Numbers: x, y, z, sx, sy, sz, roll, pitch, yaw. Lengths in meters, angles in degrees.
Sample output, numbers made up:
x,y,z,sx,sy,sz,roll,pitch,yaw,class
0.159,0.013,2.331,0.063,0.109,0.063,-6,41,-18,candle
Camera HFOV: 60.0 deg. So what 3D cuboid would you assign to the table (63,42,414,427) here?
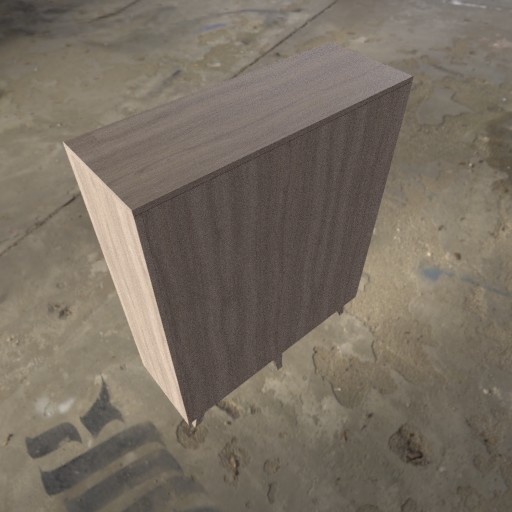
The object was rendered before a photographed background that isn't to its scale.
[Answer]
x,y,z,sx,sy,sz,roll,pitch,yaw,class
0.000,0.000,1.910,1.111,1.388,0.398,-32,54,-26,table
